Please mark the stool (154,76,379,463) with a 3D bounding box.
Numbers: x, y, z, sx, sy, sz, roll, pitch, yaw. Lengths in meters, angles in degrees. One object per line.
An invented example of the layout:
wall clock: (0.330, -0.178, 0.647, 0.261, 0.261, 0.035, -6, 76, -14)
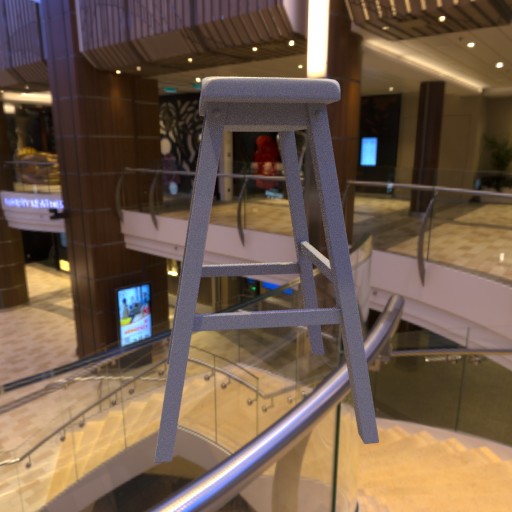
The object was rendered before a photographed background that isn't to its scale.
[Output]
stool: (0.000, 0.000, 1.058, 0.476, 0.737, 0.457, -2, 14, -7)
